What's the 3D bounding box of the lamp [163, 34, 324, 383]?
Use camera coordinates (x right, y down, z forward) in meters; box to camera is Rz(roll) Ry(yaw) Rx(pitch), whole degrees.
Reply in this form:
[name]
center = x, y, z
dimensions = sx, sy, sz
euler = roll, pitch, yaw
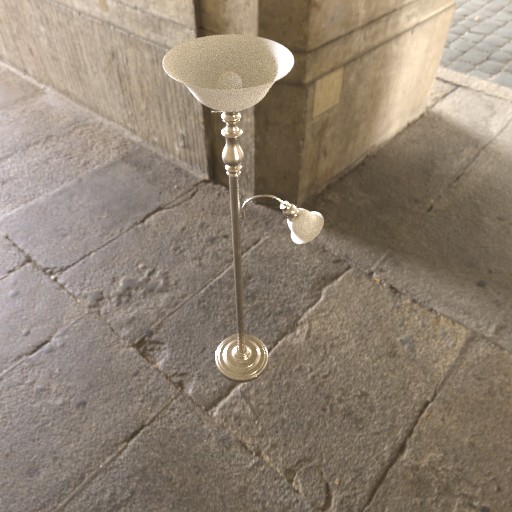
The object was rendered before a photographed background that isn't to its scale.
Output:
[lamp]
center = 0.000, 0.000, 2.024
dimensions = 0.575, 1.785, 0.405
euler = -3, 47, -3
